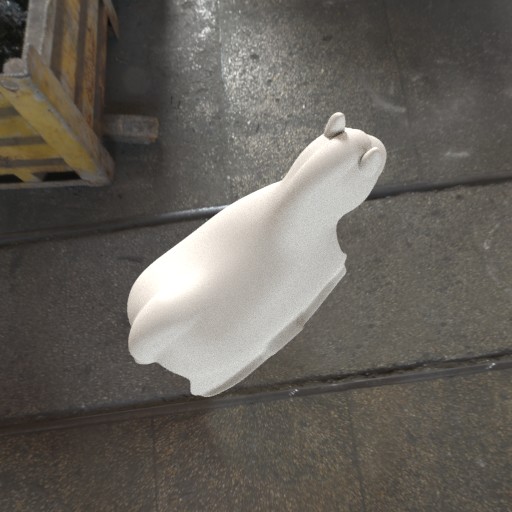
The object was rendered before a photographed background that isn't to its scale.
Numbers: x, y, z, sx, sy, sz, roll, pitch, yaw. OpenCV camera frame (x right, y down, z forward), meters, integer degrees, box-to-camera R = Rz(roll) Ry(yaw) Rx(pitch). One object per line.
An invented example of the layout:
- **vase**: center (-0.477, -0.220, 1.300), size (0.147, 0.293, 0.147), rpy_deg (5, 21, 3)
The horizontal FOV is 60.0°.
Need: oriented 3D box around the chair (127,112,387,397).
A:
- **chair**: center (0.000, 0.000, 1.126), size (0.800, 0.612, 0.429), rpy_deg (-40, 79, -9)
